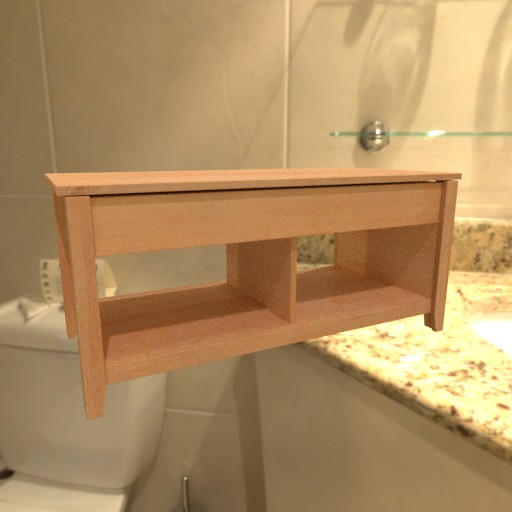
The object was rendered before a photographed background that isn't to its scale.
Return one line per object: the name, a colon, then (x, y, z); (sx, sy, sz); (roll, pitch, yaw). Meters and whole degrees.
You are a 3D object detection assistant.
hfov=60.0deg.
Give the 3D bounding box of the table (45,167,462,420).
table: (0.000, 0.000, 1.246); (1.016, 0.457, 0.483); (-7, 15, -26)
